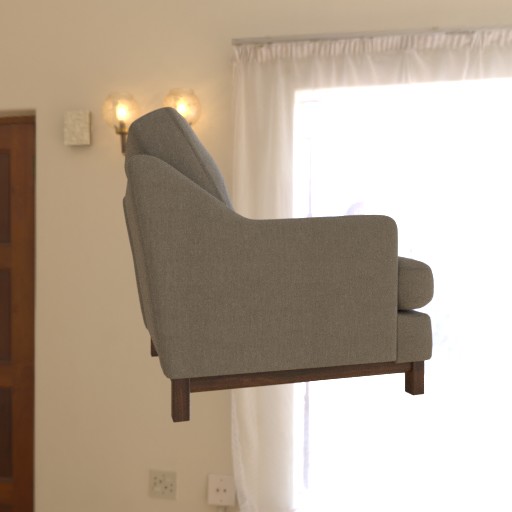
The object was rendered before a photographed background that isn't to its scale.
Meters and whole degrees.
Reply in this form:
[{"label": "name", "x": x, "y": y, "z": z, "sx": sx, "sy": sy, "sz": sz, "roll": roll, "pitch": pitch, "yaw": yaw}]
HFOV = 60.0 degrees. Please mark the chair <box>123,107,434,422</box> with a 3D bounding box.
[{"label": "chair", "x": 0.000, "y": 0.000, "z": 1.563, "sx": 0.892, "sy": 0.821, "sz": 0.826, "roll": 0, "pitch": 0, "yaw": -17}]
